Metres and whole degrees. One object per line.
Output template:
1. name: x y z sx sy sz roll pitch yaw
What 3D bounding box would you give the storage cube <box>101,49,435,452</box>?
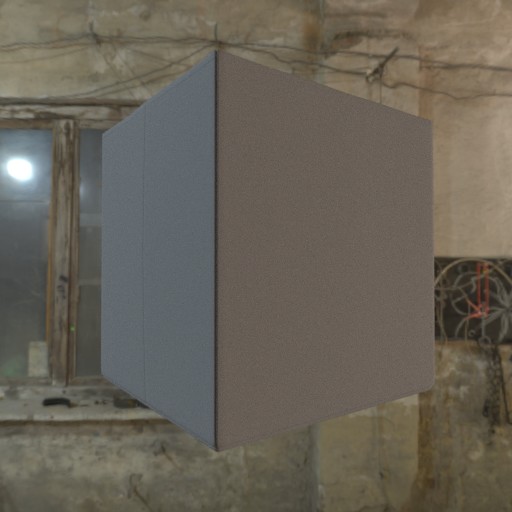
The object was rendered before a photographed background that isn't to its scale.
1. storage cube: 0.000 0.000 0.488 0.270 0.280 0.270 1 -1 -36
